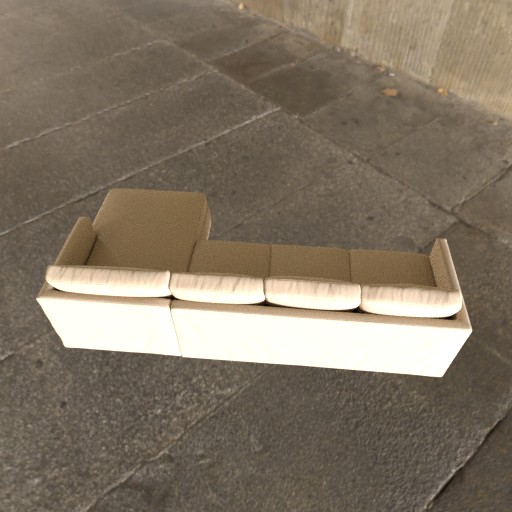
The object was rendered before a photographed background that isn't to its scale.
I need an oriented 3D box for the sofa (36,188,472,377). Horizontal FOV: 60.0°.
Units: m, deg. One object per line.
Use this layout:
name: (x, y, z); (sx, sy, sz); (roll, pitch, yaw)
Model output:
sofa: (0.000, 0.000, 3.915); (3.206, 0.871, 1.622); (4, 48, 3)
